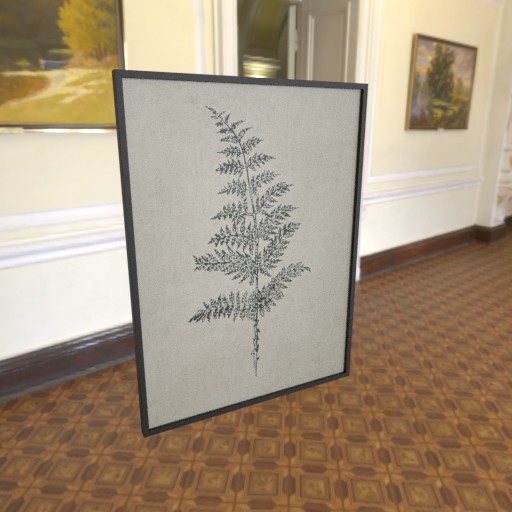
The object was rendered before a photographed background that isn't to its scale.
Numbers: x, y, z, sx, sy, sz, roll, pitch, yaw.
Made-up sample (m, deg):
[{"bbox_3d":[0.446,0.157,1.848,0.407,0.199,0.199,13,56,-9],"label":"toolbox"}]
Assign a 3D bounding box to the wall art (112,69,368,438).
[{"bbox_3d":[0.000,0.000,1.428,0.802,1.070,0.036,-8,18,-26],"label":"wall art"}]
